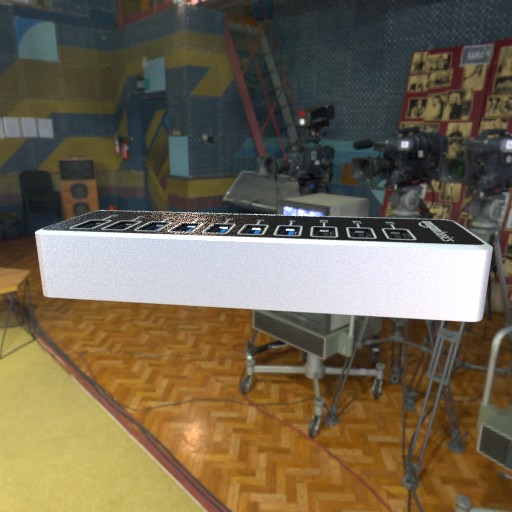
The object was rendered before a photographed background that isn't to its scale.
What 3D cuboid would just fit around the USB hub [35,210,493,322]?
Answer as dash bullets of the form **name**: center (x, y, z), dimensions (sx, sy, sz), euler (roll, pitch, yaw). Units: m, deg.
- **USB hub**: center (0.000, 0.000, 0.159), dimensions (0.145, 0.023, 0.044), euler (2, 16, 8)
